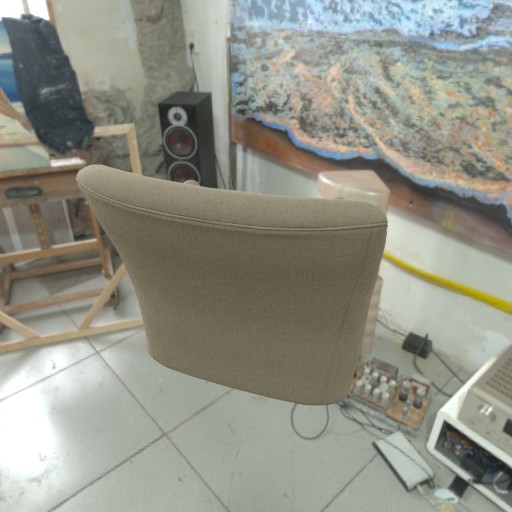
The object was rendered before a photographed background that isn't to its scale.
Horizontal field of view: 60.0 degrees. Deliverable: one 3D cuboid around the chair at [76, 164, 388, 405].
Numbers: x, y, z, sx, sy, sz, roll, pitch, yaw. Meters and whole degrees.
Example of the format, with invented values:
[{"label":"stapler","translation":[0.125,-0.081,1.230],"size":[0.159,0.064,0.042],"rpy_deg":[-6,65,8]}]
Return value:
[{"label":"chair","translation":[0.000,0.000,1.586],"size":[0.864,0.856,0.923],"rpy_deg":[10,34,16]}]
